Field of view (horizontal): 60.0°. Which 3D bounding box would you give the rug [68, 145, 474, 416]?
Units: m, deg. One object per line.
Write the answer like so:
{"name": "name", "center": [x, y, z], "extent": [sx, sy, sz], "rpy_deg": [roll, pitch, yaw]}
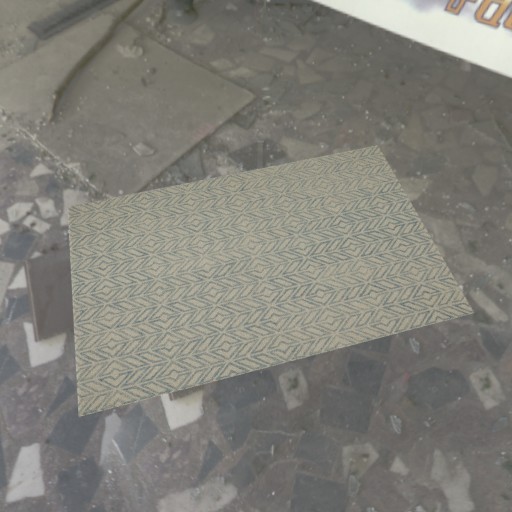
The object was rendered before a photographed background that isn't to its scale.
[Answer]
{"name": "rug", "center": [0.000, 0.000, 3.019], "extent": [2.441, 0.008, 1.526], "rpy_deg": [-13, 59, -8]}
